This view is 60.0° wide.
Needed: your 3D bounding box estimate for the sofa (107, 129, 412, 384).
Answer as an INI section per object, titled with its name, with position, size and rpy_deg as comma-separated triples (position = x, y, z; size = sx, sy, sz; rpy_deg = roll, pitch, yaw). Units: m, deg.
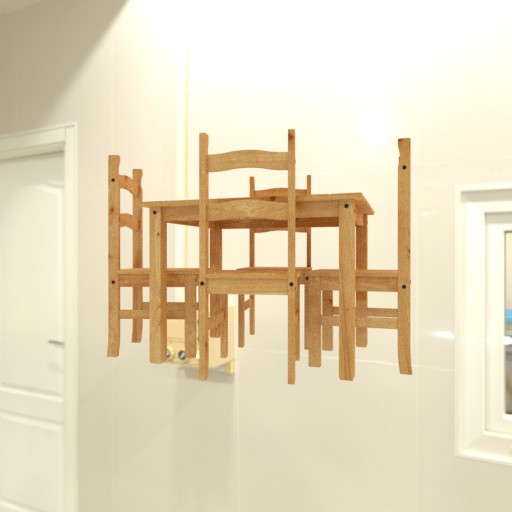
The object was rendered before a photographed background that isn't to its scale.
[sofa]
position = 0.000, 0.000, 2.309
size = 1.529, 1.000, 1.144
rpy_deg = 0, 0, 18
